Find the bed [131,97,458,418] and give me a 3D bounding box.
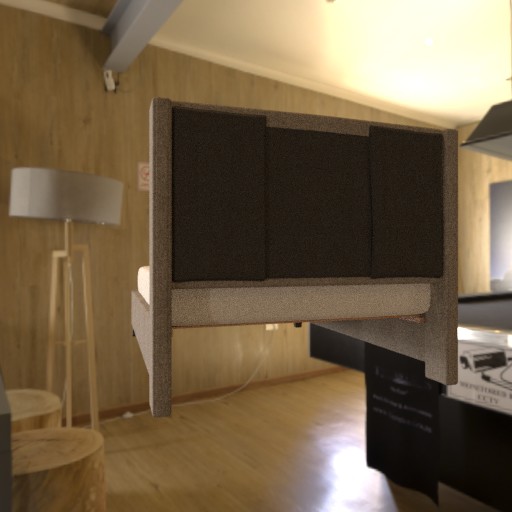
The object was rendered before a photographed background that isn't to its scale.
[{"bbox_3d":[0.000,0.000,3.331,1.714,1.476,2.245,0,0,-18],"label":"bed"}]
